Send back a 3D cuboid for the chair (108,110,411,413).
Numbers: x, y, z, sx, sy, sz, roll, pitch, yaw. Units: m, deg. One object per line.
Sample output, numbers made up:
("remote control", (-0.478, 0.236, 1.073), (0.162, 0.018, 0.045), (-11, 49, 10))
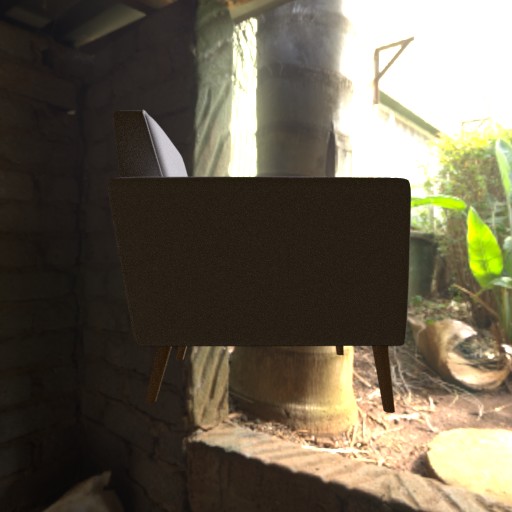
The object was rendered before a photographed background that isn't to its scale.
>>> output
("chair", (0.000, 0.000, 1.430), (0.750, 0.780, 0.780), (0, 0, 0))
